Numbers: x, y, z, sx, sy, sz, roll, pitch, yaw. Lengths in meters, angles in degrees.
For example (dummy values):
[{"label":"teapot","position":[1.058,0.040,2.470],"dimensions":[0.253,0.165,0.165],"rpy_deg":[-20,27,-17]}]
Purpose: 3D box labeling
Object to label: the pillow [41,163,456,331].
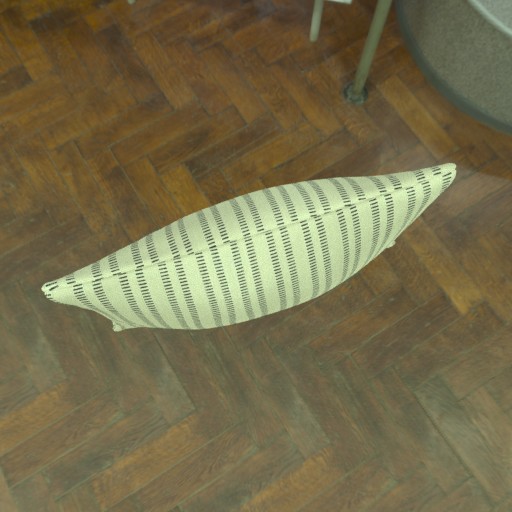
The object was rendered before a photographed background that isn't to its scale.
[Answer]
[{"label":"pillow","position":[0.000,0.000,0.806],"dimensions":[0.640,0.353,0.210],"rpy_deg":[-17,74,-5]}]
